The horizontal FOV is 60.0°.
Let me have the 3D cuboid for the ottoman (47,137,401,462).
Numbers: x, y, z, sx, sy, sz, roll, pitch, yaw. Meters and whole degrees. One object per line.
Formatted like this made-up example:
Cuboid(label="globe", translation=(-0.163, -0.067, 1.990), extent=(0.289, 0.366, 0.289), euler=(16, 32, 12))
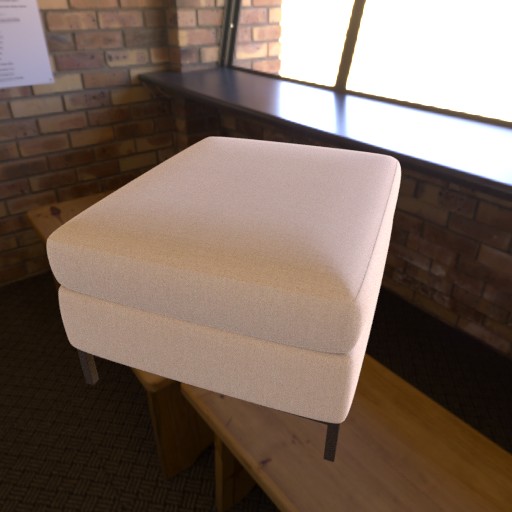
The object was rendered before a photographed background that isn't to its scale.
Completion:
Cuboid(label="ottoman", translation=(0.000, 0.000, 1.188), extent=(0.657, 0.453, 0.794), euler=(11, 32, 17))
